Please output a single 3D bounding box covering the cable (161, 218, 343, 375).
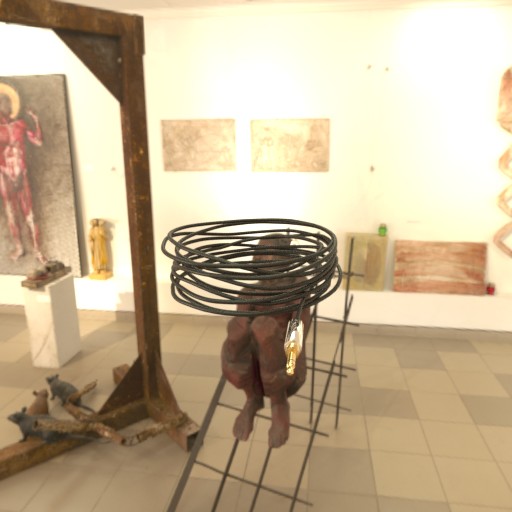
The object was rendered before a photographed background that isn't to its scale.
[{"bbox_3d":[0.000,0.000,0.515,0.198,0.069,0.432,2,15,8],"label":"cable"}]
